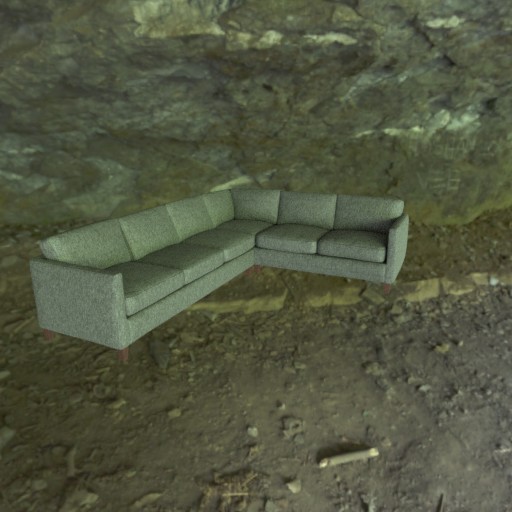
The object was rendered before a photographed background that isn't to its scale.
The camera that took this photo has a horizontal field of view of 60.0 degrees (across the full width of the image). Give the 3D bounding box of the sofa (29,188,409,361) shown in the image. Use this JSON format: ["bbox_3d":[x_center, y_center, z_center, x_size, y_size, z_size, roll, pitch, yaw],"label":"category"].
[{"bbox_3d":[0.000,0.000,4.513,2.593,0.947,3.302,8,18,24],"label":"sofa"}]
